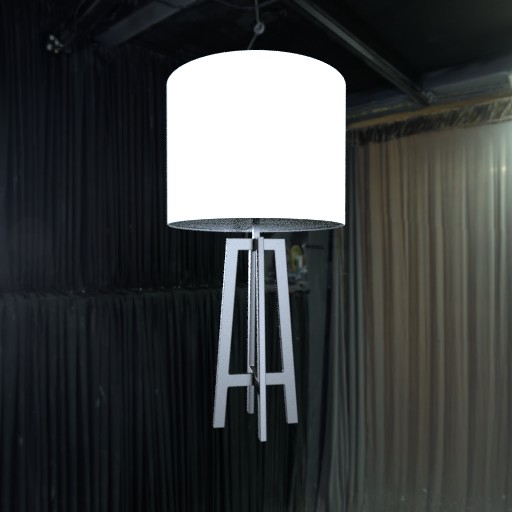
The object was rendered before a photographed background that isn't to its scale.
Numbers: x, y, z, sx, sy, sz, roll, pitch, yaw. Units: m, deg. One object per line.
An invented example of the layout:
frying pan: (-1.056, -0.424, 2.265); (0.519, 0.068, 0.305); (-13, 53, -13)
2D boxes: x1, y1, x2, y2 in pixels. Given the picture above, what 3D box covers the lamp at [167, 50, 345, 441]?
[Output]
lamp: (0.000, 0.000, 0.648); (0.257, 0.489, 0.257); (-1, -1, 36)
